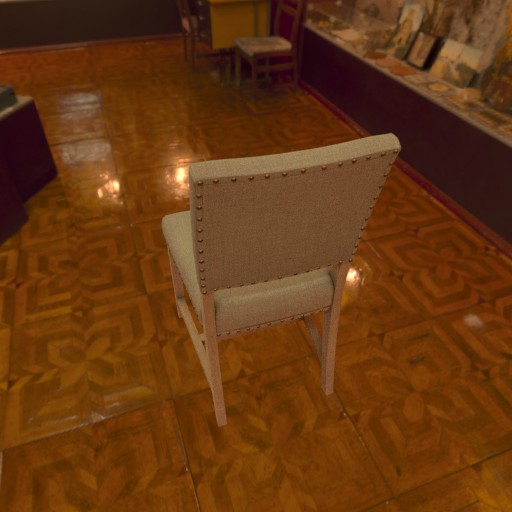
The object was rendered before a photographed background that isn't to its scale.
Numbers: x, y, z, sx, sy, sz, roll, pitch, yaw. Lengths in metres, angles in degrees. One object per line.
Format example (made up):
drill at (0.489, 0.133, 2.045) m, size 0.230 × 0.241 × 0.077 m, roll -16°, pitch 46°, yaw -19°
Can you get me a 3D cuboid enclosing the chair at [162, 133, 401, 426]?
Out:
chair at (0.000, 0.000, 1.379) m, size 0.508 × 0.986 × 0.622 m, roll -12°, pitch 42°, yaw -13°
